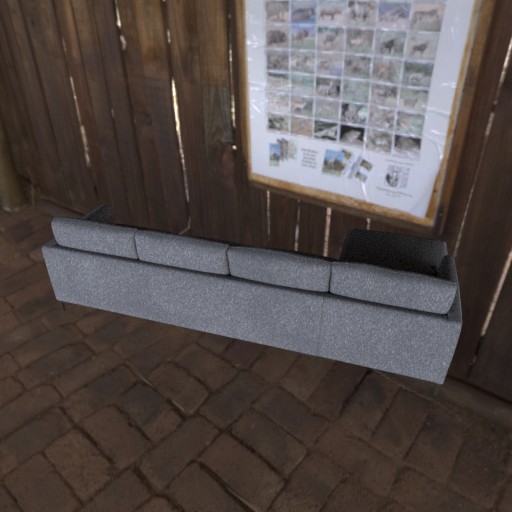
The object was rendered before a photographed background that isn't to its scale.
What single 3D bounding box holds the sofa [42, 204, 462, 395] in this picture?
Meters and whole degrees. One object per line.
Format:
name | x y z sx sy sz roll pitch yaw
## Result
sofa | 0.000 0.000 3.513 2.932 0.810 1.350 9 33 15
